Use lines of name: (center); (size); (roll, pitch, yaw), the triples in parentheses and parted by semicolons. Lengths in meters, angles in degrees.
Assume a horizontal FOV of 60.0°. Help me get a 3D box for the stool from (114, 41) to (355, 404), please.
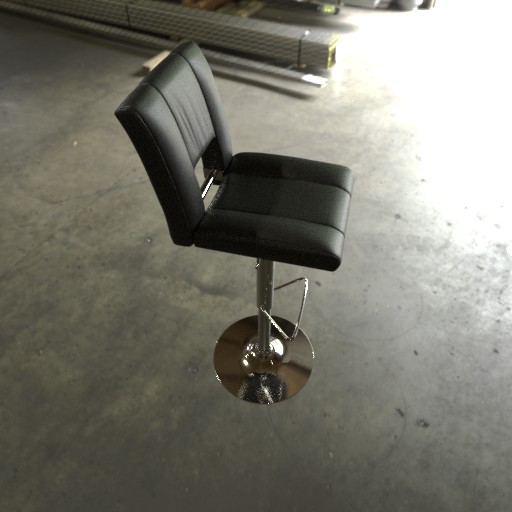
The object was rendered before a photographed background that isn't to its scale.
stool: (0.000, 0.000, 1.404); (0.520, 1.151, 0.415); (10, 46, 10)
